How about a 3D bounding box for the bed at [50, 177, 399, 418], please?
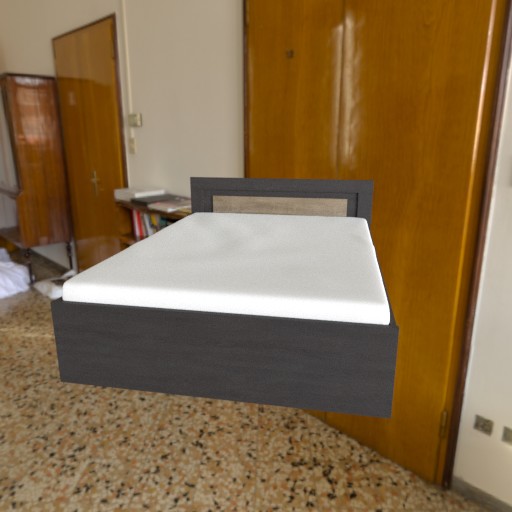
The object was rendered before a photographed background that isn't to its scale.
[{"bbox_3d":[0.000,0.000,2.936,1.585,0.823,2.073,3,16,10],"label":"bed"}]
